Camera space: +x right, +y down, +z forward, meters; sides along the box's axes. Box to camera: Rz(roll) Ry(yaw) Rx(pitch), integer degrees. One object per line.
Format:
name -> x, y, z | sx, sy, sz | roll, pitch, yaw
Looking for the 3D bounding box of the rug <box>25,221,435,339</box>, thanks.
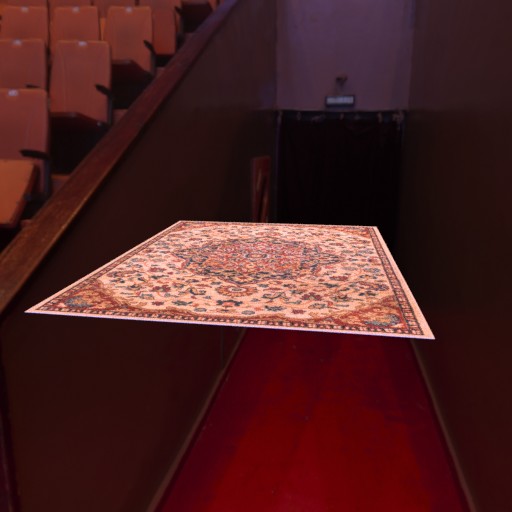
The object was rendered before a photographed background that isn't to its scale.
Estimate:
rug -> 0.000, 0.000, 4.053 | 2.454, 0.005, 3.067 | 2, 16, 9
